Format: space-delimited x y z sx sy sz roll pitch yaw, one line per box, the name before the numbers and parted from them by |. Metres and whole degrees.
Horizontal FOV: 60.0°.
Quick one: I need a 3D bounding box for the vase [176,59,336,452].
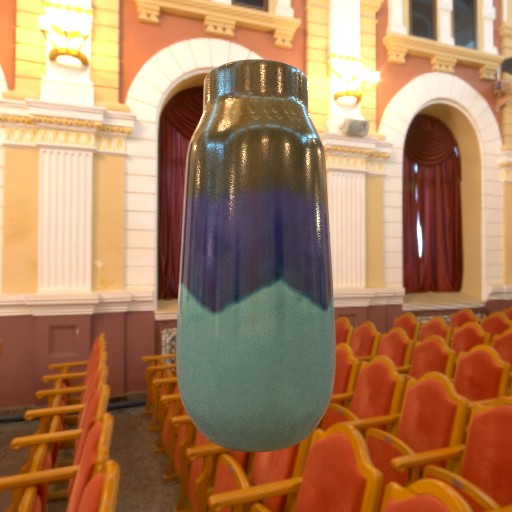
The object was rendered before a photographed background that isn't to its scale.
vase | 0.000 0.000 0.393 0.139 0.313 0.139 0 -2 0
